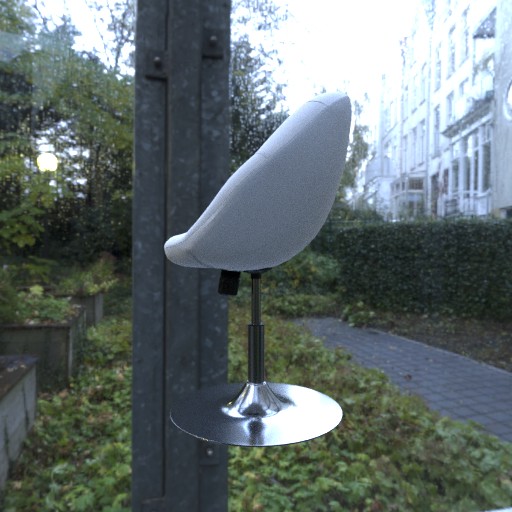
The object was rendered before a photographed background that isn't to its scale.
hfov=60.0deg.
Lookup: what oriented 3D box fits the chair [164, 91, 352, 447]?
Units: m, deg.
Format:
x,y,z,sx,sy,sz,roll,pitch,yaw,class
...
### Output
x,y,z,sx,sy,sz,roll,pitch,yaw,class
0.000,0.000,1.813,0.736,1.261,0.940,0,1,-1,chair
